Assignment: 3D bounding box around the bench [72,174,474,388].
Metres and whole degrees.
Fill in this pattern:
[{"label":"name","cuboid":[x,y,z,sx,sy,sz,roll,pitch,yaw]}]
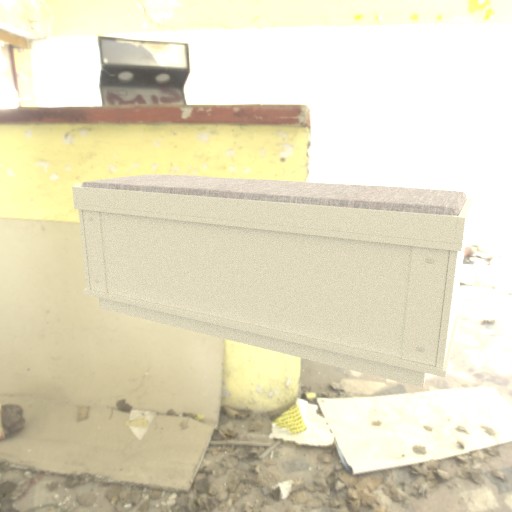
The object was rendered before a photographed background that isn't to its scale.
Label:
[{"label":"bench","cuboid":[0.000,0.000,1.416,1.196,0.453,0.363,8,17,27]}]
